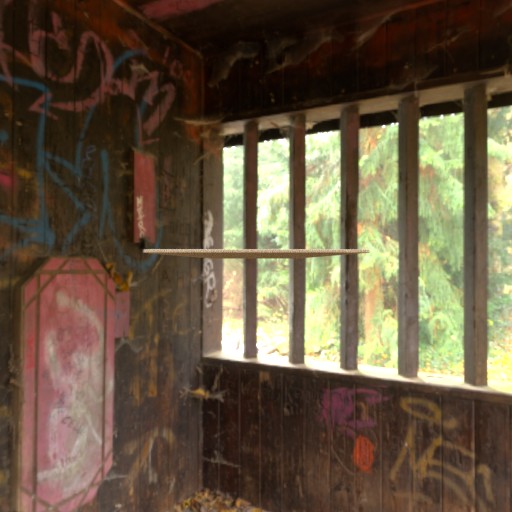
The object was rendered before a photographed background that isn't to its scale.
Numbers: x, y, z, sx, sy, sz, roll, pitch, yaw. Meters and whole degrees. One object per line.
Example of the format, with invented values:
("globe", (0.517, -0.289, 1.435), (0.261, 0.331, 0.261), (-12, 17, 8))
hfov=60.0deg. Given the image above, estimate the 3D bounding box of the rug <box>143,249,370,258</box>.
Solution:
("rug", (0.000, 0.000, 2.700), (0.769, 0.012, 2.448), (0, -1, 0))
